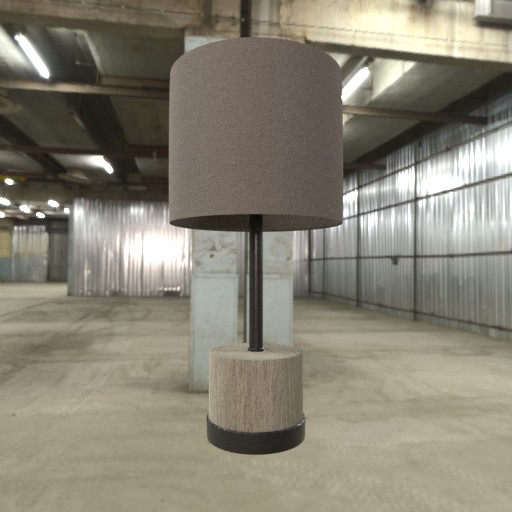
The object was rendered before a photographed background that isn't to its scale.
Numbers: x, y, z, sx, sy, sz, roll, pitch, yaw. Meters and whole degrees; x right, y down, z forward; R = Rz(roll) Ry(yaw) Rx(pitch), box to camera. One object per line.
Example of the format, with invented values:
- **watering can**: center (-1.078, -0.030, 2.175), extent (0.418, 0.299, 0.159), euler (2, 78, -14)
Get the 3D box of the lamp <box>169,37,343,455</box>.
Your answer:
- **lamp**: center (0.000, 0.000, 0.589), extent (0.229, 0.470, 0.229), euler (-1, -2, 19)
